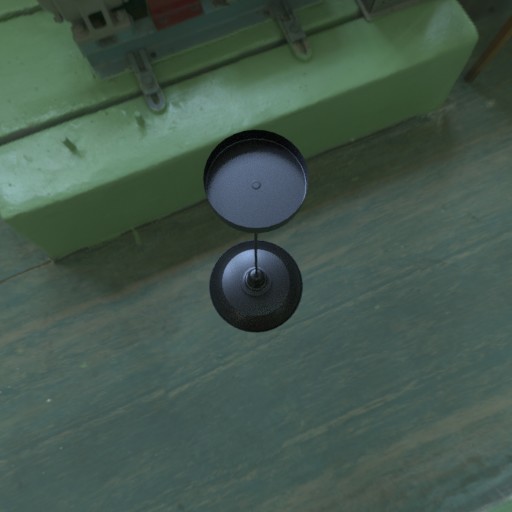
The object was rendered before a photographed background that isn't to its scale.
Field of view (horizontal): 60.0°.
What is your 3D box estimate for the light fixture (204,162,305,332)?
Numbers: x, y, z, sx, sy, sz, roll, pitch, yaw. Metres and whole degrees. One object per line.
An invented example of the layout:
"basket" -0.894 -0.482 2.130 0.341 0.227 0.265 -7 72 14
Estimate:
"light fixture" 0.000 0.000 1.138 0.331 0.993 0.331 -24 78 -6
